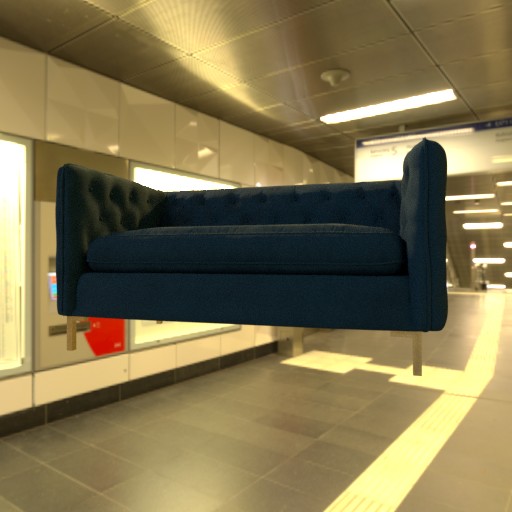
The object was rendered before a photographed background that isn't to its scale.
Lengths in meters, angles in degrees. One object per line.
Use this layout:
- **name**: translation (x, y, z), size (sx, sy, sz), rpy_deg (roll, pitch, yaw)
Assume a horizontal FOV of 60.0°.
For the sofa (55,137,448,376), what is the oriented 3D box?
- **sofa**: translation (0.000, 0.000, 2.081), size (1.583, 0.810, 0.909), rpy_deg (0, 0, 17)
